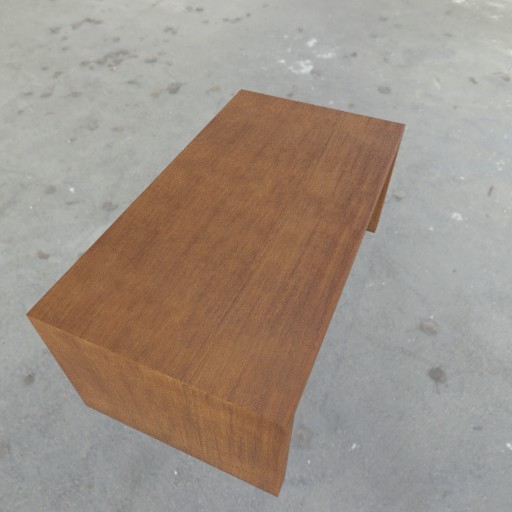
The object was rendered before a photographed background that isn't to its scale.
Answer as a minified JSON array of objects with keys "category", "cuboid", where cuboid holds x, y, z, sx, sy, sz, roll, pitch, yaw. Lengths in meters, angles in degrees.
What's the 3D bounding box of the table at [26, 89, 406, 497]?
[{"category":"table","cuboid":[0.000,0.000,1.257,0.549,0.419,1.000,18,50,16]}]
